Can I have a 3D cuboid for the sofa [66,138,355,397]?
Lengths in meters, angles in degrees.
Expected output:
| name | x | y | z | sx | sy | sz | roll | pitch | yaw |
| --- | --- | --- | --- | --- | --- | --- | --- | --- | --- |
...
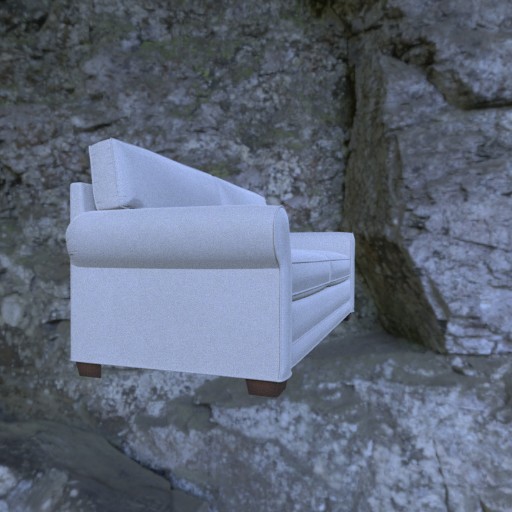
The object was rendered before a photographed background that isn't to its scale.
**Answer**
| name | x | y | z | sx | sy | sz | roll | pitch | yaw |
| --- | --- | --- | --- | --- | --- | --- | --- | --- | --- |
| sofa | 0.000 | 0.000 | 2.565 | 0.901 | 0.962 | 2.146 | 0 | 0 | 19 |
